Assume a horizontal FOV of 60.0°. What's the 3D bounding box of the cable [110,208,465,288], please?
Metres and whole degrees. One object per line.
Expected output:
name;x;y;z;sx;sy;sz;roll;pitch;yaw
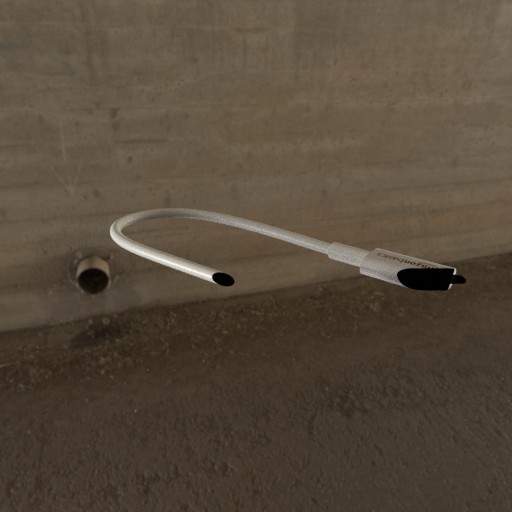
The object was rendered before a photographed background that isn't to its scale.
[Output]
cable;0.000;0.000;0.112;0.098;0.005;0.041;18;30;34
